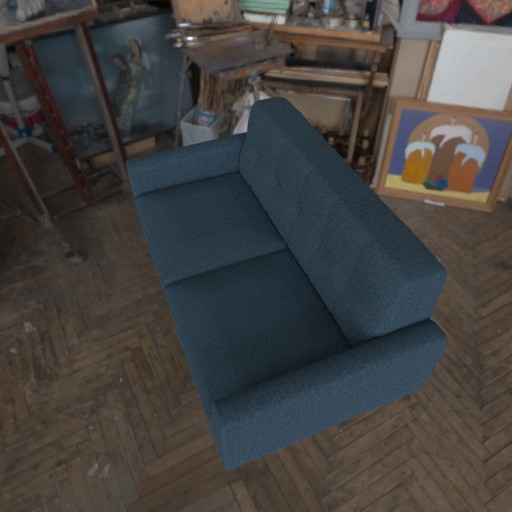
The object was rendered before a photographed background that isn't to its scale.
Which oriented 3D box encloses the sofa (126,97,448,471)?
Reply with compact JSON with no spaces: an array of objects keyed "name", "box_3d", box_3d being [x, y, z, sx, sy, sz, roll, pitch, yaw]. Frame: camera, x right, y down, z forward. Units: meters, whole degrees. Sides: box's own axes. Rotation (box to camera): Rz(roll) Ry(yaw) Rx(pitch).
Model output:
[{"name":"sofa","box_3d":[0.000,0.000,2.187,0.942,0.896,1.651,-17,49,-15]}]
